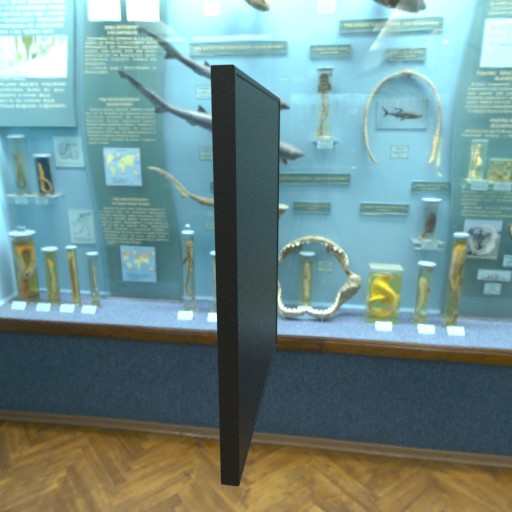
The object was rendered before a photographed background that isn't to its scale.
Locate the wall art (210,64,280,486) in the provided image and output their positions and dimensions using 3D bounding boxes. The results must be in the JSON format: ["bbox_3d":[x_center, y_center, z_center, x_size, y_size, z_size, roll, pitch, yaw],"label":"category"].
[{"bbox_3d":[0.000,0.000,0.768,0.028,0.551,0.451,2,15,9],"label":"wall art"}]
